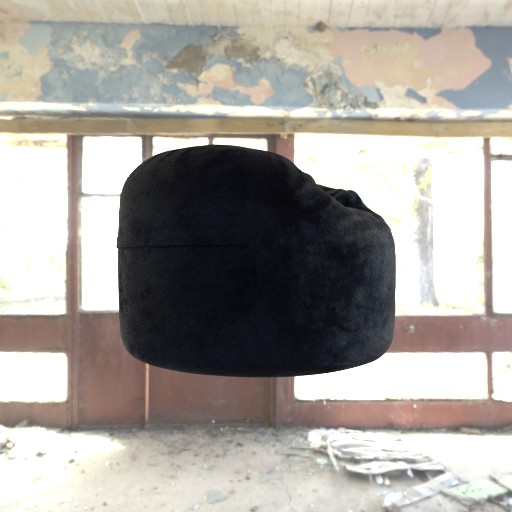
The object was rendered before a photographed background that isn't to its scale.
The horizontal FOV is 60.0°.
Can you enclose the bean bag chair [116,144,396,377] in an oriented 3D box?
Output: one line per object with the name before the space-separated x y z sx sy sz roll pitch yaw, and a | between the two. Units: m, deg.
bean bag chair | 0.000 0.000 1.516 0.918 0.616 0.918 0 0 0
